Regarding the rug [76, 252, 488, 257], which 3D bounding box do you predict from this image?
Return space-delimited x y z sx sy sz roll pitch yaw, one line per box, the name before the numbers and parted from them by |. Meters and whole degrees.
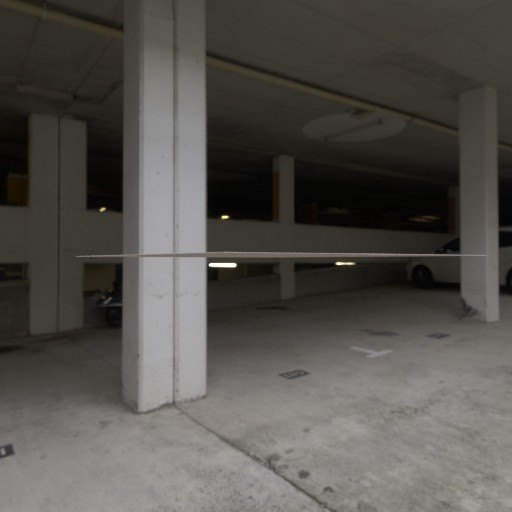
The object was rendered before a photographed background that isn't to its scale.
rug | 0.000 0.000 3.940 2.391 0.005 2.880 0 -1 -35
